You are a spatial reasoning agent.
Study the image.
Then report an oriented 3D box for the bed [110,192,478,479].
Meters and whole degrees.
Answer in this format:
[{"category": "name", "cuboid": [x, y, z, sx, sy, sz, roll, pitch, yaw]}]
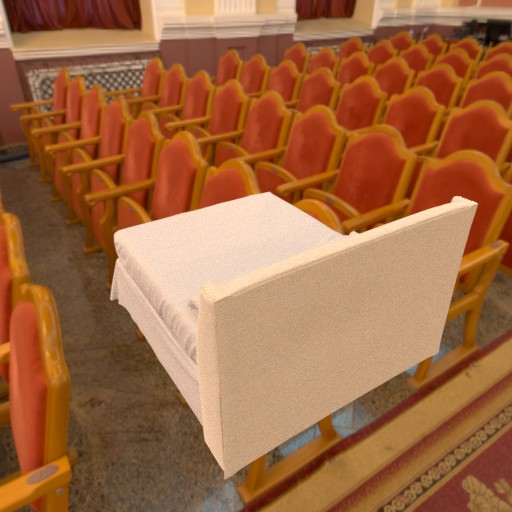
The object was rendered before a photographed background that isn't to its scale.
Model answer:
[{"category": "bed", "cuboid": [0.000, 0.000, 3.488, 1.925, 1.332, 2.276, -18, 35, -28]}]
